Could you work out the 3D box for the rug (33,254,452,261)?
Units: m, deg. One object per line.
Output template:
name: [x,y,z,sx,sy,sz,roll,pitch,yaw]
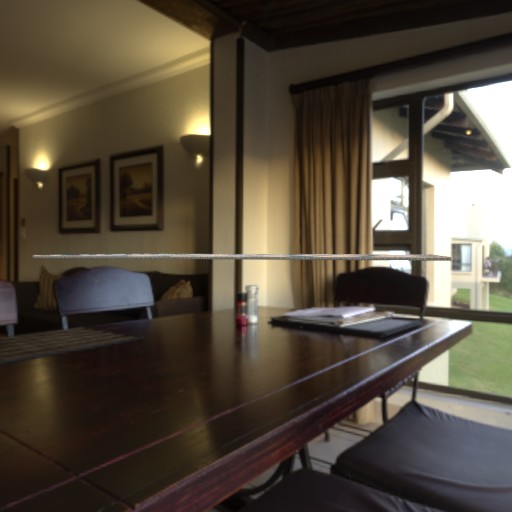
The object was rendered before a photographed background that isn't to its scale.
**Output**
rug: [0.000,0.000,2.393,1.829,0.014,1.235,0,1,18]
